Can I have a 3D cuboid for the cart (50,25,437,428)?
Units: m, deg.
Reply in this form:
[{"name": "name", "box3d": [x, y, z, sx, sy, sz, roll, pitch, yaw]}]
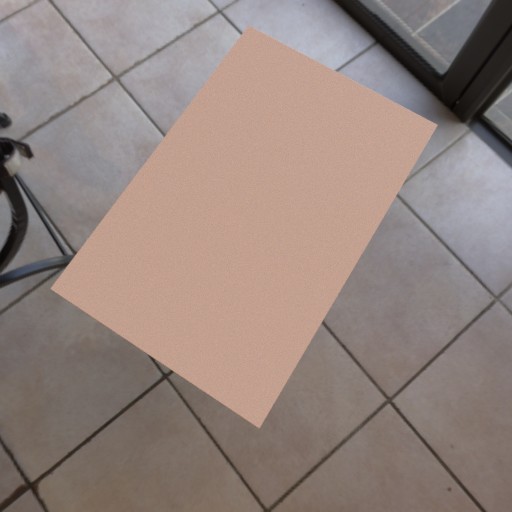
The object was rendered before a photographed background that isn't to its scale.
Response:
[{"name": "cart", "box3d": [0.000, 0.000, 1.254, 0.442, 0.864, 0.683, 31, 78, 8]}]
